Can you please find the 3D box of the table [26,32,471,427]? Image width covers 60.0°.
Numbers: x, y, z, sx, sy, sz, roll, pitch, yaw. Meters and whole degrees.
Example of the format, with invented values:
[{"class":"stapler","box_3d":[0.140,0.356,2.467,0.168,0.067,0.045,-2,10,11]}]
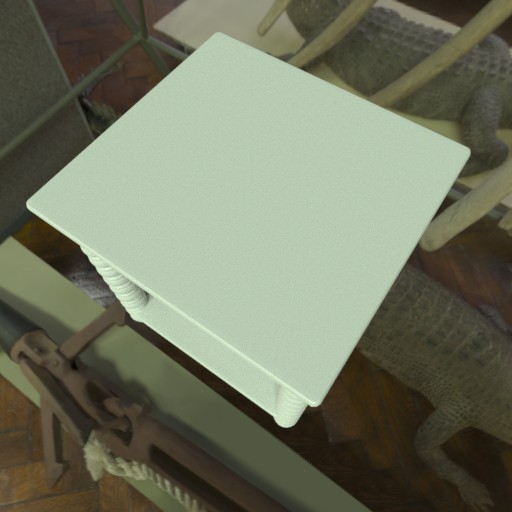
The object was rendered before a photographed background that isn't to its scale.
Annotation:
[{"class":"table","box_3d":[0.000,0.000,0.959,0.533,0.563,0.500,32,67,15]}]
